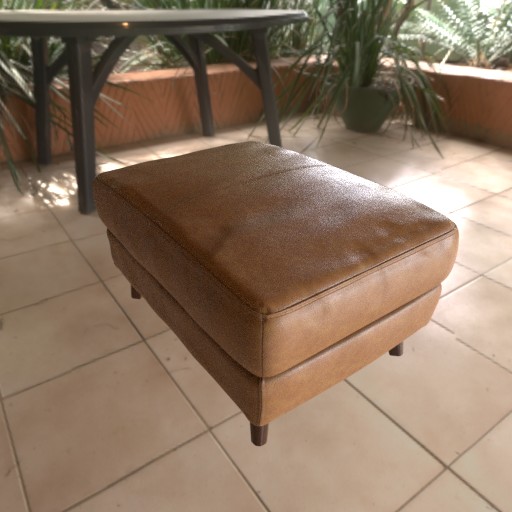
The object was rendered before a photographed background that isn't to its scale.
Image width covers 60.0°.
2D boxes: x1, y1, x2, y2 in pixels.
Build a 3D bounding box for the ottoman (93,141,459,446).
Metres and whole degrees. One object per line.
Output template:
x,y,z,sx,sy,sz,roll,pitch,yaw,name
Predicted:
0.000,0.000,1.241,0.630,0.461,0.869,-21,36,-31,ottoman
